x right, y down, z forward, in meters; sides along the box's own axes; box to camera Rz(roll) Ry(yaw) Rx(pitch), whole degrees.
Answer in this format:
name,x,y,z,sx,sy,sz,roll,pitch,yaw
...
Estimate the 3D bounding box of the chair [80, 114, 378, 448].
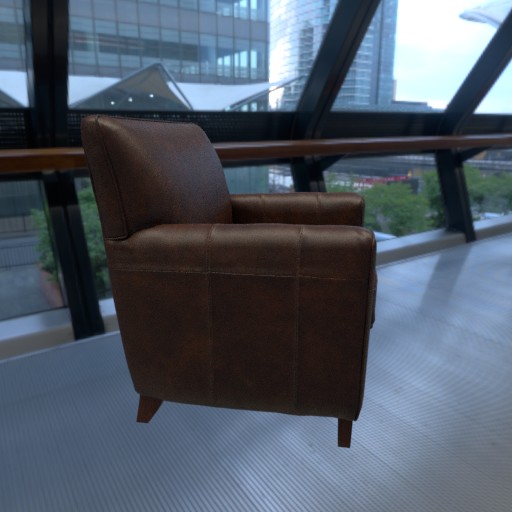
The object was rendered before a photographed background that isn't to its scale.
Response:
name,x,y,z,sx,sy,sz,roll,pitch,yaw
chair,0.000,0.000,1.594,0.823,0.943,0.870,3,15,11
